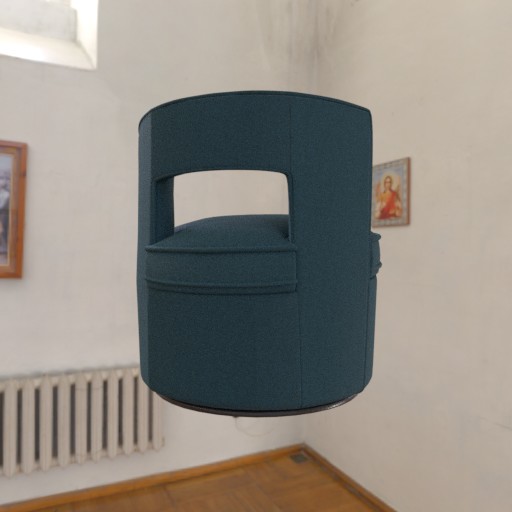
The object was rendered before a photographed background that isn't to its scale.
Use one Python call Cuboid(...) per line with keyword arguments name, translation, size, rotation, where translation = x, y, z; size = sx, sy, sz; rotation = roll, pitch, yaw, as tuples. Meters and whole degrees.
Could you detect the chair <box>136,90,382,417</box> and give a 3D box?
Cuboid(name="chair", translation=(0.000, 0.000, 1.251), size=(0.684, 0.711, 0.660), rotation=(0, 1, 19))
